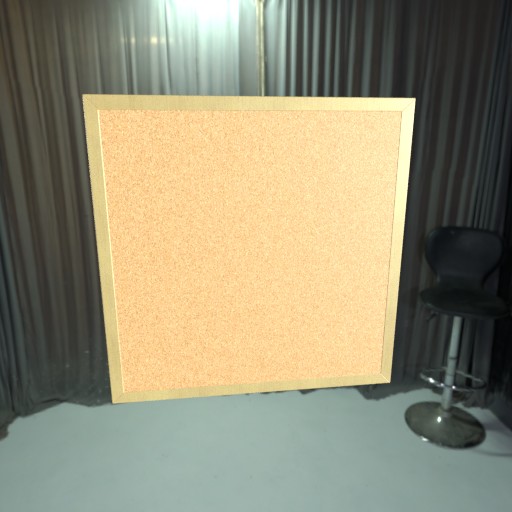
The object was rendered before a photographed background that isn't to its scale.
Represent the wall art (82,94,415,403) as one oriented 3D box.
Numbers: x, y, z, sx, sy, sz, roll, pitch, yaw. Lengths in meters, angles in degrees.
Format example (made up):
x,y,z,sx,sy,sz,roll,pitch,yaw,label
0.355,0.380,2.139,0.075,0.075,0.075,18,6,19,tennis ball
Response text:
x,y,z,sx,sy,sz,roll,pitch,yaw,label
0.000,0.000,1.125,0.763,0.763,0.037,-2,15,-7,wall art
